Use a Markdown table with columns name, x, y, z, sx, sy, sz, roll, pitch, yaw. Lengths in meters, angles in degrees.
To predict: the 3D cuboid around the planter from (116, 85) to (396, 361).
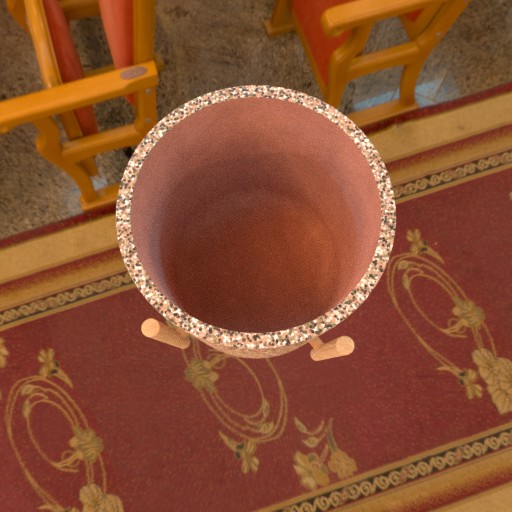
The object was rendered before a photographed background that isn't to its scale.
| name | x | y | z | sx | sy | sz | roll | pitch | yaw |
| --- | --- | --- | --- | --- | --- | --- | --- | --- | --- |
| planter | 0.000 | 0.000 | 0.682 | 0.360 | 0.419 | 0.360 | -17 | 76 | -4 |
